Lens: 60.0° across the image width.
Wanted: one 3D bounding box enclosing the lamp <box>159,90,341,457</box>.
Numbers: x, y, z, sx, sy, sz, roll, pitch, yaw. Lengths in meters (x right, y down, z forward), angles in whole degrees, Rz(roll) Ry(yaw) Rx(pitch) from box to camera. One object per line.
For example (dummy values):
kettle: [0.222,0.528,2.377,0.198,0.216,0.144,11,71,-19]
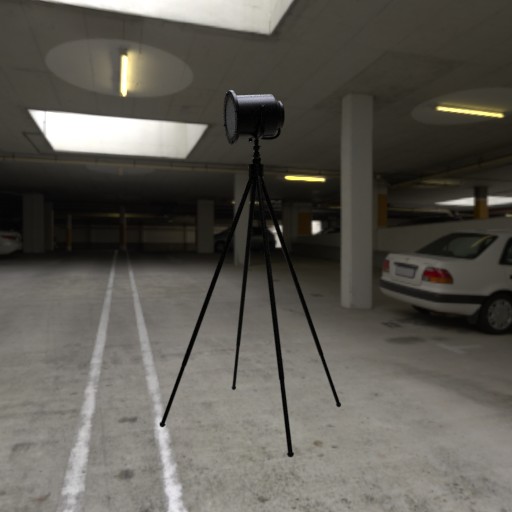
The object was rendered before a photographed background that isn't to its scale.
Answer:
lamp: [0.000,0.000,2.065,0.884,1.504,0.879,0,0,-17]
